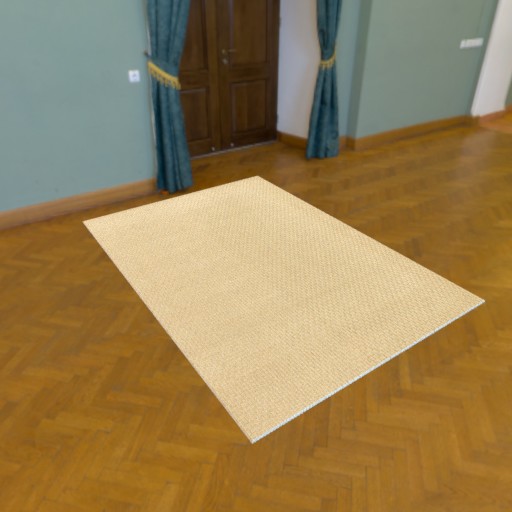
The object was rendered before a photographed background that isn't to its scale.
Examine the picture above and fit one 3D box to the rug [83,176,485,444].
[{"bbox_3d":[0.000,0.000,2.765,1.509,0.013,2.144,-20,37,-29],"label":"rug"}]
